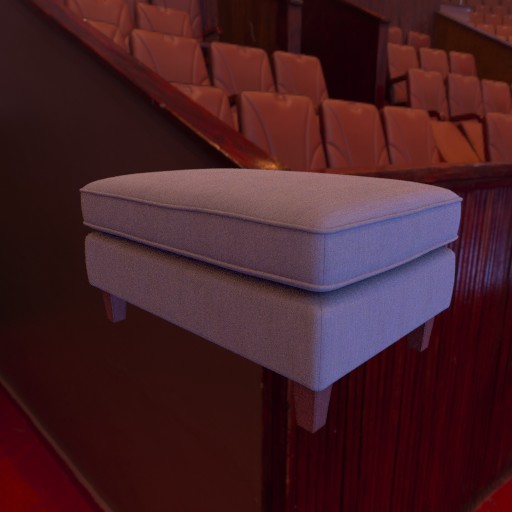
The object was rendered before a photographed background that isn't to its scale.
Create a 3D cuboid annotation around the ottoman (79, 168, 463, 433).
[{"bbox_3d":[0.000,0.000,1.290,0.941,0.480,0.636,14,20,42],"label":"ottoman"}]
